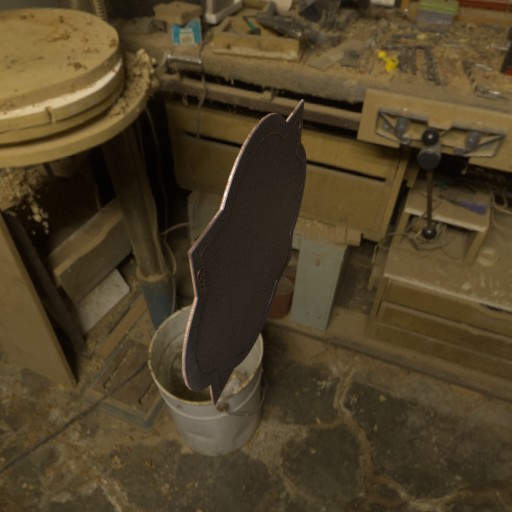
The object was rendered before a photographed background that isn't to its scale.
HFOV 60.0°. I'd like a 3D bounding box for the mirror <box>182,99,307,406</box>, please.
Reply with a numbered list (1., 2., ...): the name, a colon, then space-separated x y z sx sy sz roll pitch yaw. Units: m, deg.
1. mirror: 0.000 0.000 1.072 0.019 0.686 0.686 17 49 16
